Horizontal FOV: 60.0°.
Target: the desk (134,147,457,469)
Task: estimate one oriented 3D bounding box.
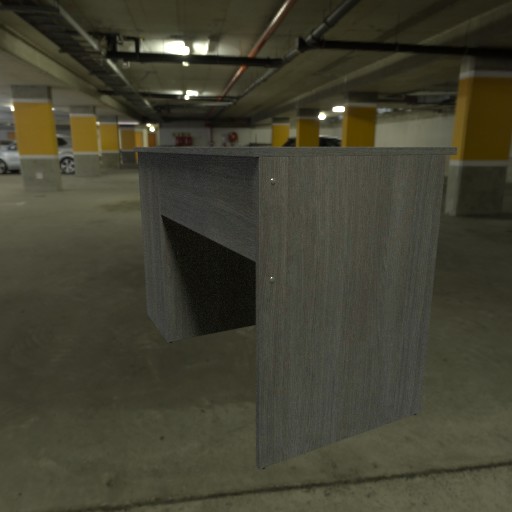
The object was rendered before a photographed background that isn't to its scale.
[{"bbox_3d":[0.000,0.000,1.529,0.560,0.730,1.096,-7,15,-26],"label":"desk"}]
